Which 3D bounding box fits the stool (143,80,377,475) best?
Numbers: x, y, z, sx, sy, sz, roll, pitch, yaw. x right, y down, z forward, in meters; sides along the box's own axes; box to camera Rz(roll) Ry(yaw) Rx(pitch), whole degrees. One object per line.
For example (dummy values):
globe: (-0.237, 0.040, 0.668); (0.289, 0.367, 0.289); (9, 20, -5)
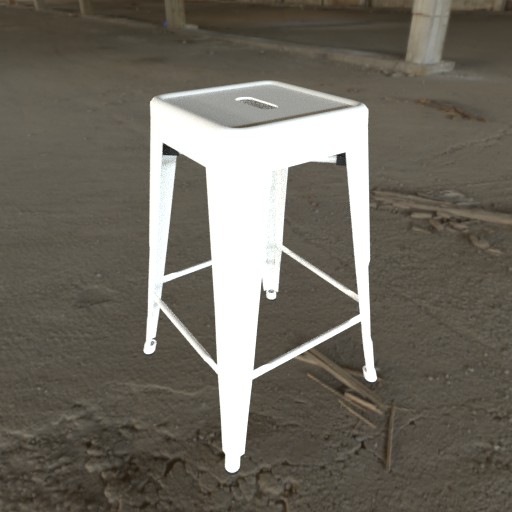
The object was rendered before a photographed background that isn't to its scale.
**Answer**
stool: (0.000, 0.000, 0.895); (0.406, 0.610, 0.406); (-20, 37, -30)
